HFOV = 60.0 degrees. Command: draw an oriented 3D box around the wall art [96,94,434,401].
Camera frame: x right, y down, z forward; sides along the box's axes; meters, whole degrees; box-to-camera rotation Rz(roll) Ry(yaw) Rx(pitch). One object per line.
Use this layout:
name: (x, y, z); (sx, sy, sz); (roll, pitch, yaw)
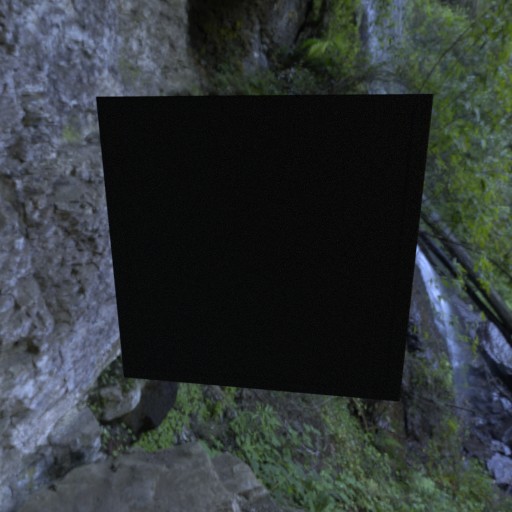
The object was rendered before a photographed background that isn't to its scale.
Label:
wall art: (0.000, 0.000, 0.818); (0.562, 0.558, 0.012); (3, 17, 8)
